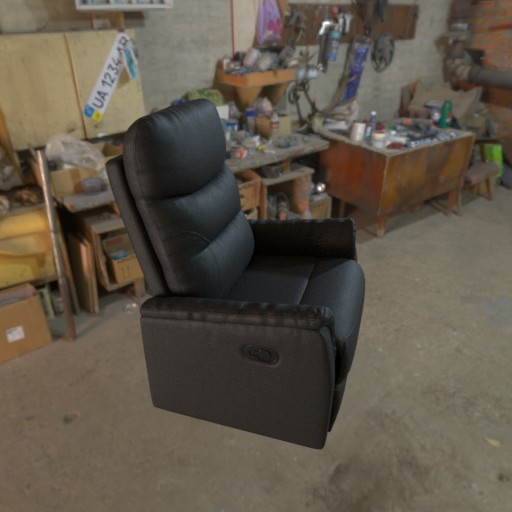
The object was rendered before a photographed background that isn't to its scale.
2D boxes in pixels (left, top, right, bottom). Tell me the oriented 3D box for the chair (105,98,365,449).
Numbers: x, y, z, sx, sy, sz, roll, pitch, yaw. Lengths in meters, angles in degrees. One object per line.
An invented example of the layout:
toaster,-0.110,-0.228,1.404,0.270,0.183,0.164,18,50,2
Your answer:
chair,0.000,0.000,1.687,0.831,1.082,0.775,8,29,15
